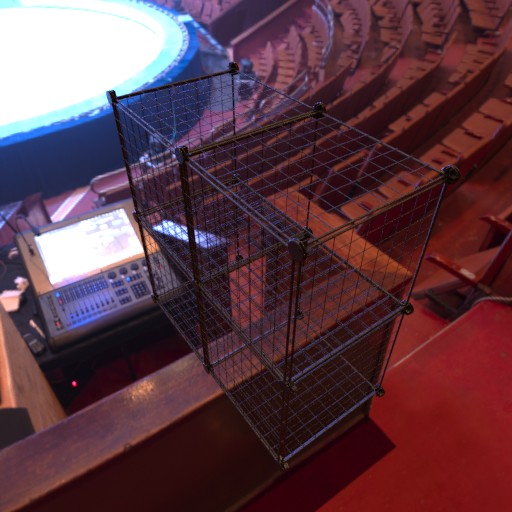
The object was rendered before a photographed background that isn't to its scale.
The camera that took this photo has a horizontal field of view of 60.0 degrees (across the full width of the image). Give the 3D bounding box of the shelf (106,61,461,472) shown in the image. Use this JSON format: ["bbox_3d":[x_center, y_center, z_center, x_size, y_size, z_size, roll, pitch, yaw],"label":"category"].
[{"bbox_3d":[0.000,0.000,1.126,0.356,0.711,0.711,-25,47,-26],"label":"shelf"}]
